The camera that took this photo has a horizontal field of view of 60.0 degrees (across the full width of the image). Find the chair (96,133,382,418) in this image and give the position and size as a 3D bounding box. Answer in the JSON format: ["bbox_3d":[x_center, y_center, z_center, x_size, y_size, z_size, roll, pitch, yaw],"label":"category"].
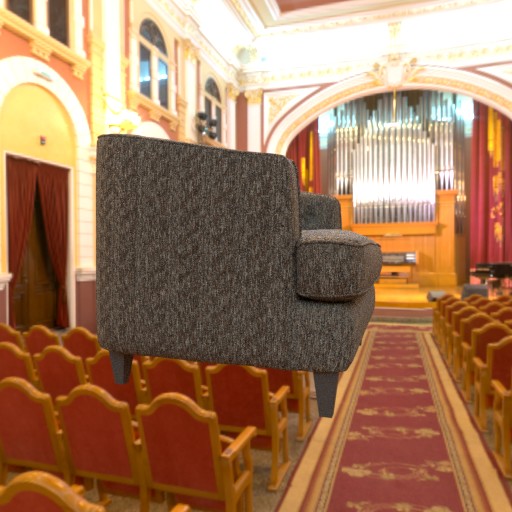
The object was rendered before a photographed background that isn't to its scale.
[{"bbox_3d":[0.000,0.000,1.753,0.941,0.852,1.104,0,1,18],"label":"chair"}]
